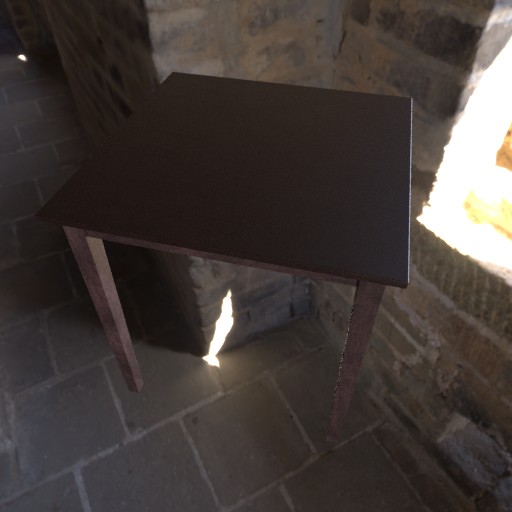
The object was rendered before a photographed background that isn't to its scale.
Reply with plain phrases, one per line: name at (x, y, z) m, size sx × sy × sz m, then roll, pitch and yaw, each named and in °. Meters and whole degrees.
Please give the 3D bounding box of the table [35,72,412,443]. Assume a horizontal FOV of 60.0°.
table at (0.000, 0.000, 1.375) m, size 0.749 × 0.770 × 0.749 m, roll 10°, pitch 46°, yaw 10°
